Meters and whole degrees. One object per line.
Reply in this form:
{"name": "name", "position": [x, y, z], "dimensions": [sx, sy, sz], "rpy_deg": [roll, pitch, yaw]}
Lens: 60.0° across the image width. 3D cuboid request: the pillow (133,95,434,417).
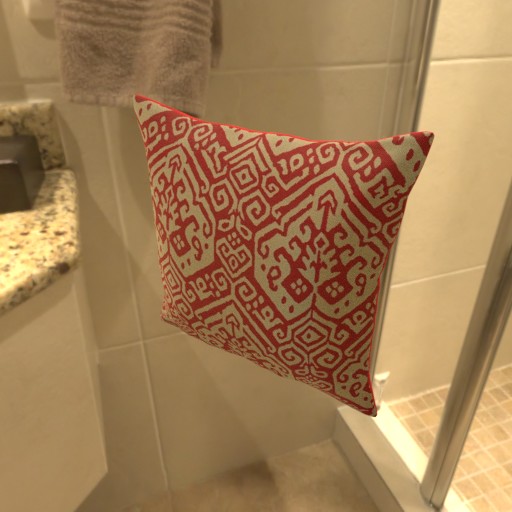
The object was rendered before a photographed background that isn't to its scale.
{"name": "pillow", "position": [0.000, 0.000, 0.790], "dimensions": [0.522, 0.507, 0.192], "rpy_deg": [18, 34, 28]}
